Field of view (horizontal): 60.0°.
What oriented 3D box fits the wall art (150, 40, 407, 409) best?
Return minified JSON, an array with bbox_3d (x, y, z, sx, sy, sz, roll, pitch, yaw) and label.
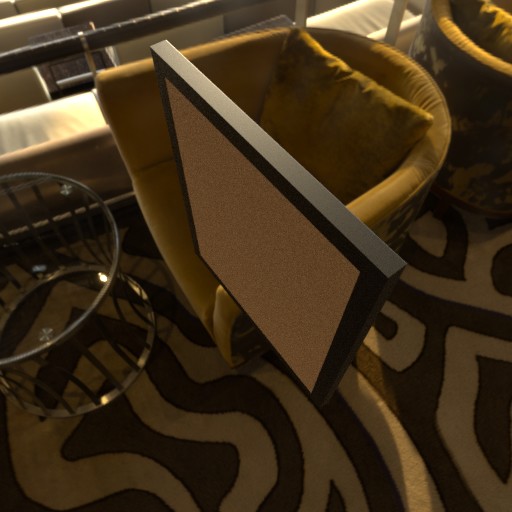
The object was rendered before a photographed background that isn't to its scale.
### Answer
[{"bbox_3d":[0.000,0.000,0.710,0.025,0.508,0.432,-32,64,-18],"label":"wall art"}]
